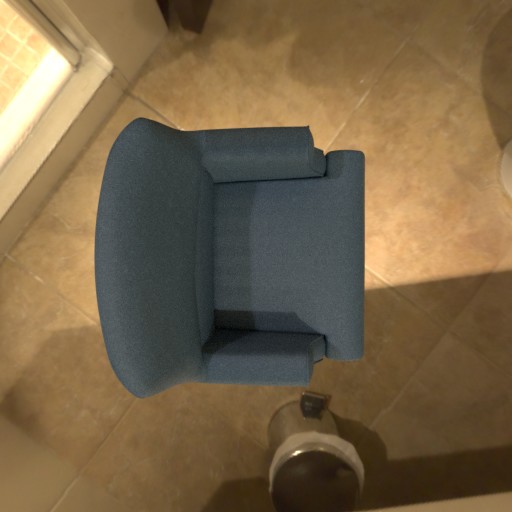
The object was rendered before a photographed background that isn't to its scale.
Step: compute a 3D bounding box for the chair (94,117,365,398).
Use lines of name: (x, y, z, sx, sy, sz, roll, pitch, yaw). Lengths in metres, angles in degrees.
chair: (0.000, 0.000, 1.469, 0.754, 0.878, 0.770, 0, 91, 1)
